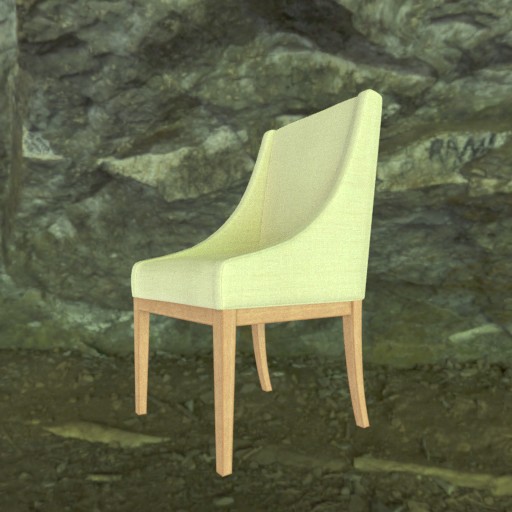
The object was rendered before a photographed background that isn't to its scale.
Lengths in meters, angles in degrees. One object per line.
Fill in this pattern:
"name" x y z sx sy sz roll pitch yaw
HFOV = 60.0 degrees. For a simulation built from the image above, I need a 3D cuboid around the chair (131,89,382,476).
"chair" 0.000 0.000 1.407 0.611 1.021 0.575 1 -2 -35
